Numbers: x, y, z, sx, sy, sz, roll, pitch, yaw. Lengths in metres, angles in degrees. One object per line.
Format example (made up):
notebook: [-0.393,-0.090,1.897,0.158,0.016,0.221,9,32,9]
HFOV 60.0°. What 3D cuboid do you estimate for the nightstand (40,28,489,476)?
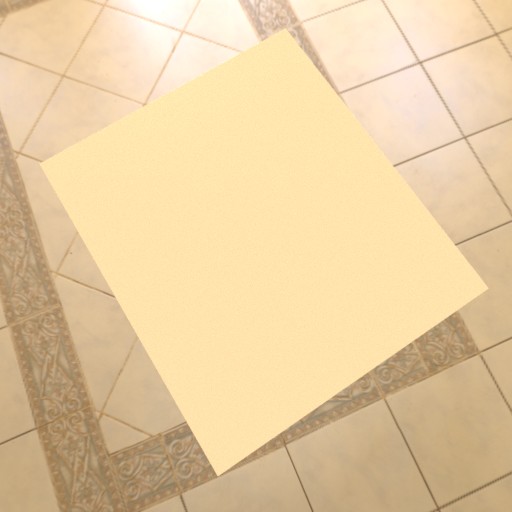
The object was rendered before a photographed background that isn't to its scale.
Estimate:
nightstand: [0.000,0.000,0.760,0.408,0.351,0.470,-32,78,-8]
